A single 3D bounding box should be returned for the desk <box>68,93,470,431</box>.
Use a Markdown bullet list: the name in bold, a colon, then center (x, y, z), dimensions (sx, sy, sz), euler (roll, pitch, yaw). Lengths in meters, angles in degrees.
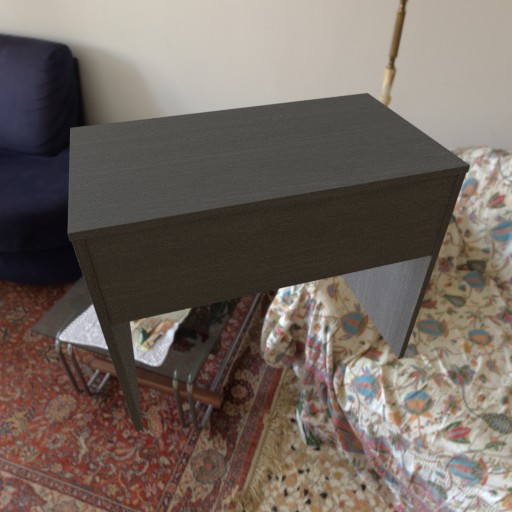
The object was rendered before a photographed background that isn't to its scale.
- **desk**: center (0.000, 0.000, 1.346), dimensions (0.893, 0.724, 0.498), euler (-11, 41, -13)
